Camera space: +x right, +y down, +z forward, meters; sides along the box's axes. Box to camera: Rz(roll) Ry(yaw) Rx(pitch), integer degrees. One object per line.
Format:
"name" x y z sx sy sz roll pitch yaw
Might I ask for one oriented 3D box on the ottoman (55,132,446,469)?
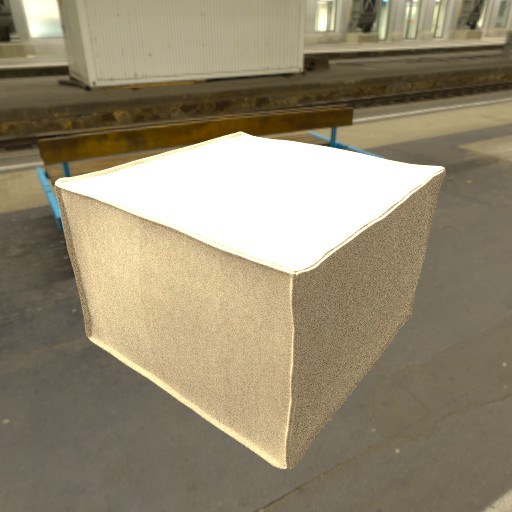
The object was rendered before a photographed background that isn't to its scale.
"ottoman" 0.000 0.000 1.152 0.707 0.470 0.696 21 35 33
